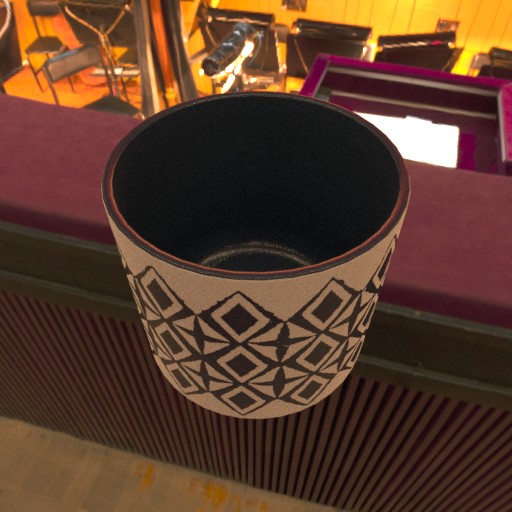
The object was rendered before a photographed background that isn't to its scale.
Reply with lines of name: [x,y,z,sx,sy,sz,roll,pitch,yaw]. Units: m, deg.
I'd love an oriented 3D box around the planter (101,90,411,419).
planter: [0.000,0.000,0.284,0.159,0.144,0.159,0,47,0]
